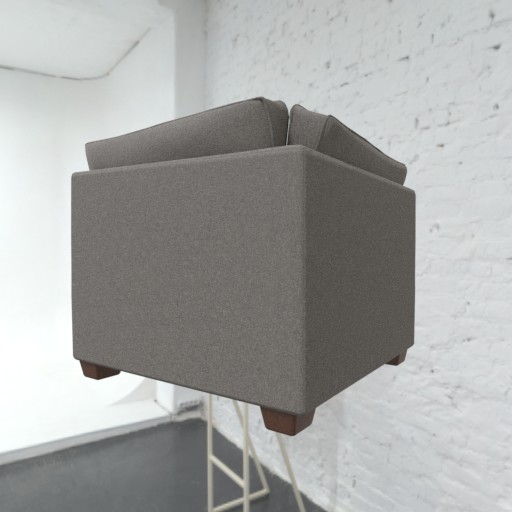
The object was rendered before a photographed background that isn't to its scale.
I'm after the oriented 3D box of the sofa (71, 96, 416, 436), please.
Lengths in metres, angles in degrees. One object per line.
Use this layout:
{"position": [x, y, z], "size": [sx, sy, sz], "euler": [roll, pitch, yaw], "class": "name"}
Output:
{"position": [0.000, 0.000, 1.831], "size": [1.042, 0.951, 1.050], "euler": [1, 1, 36], "class": "sofa"}
